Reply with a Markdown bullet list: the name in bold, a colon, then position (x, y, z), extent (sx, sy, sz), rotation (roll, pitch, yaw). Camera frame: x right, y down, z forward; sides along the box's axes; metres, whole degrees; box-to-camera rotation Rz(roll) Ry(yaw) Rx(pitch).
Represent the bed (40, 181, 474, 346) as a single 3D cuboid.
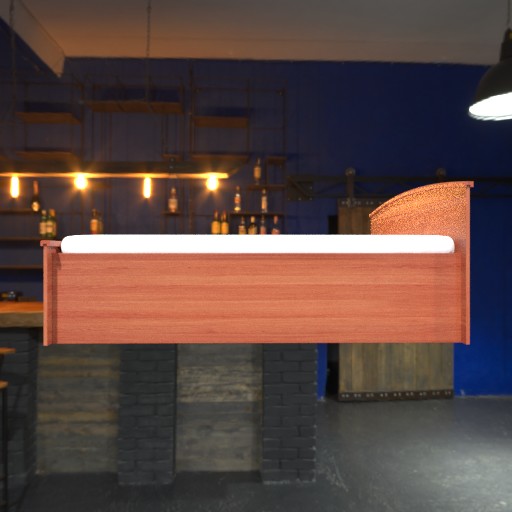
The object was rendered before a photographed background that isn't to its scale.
- **bed**: position (0.000, 0.000, 2.942), extent (2.053, 0.848, 1.683), rotation (0, 0, -1)
